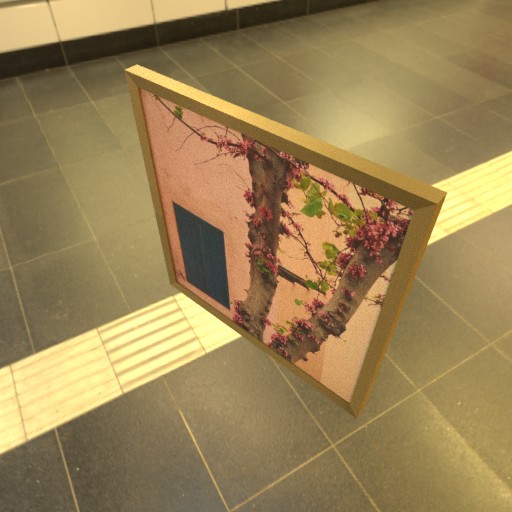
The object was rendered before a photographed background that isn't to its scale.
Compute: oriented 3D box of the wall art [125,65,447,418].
[{"bbox_3d":[0.000,0.000,1.138,0.762,0.762,0.038,31,53,27],"label":"wall art"}]
